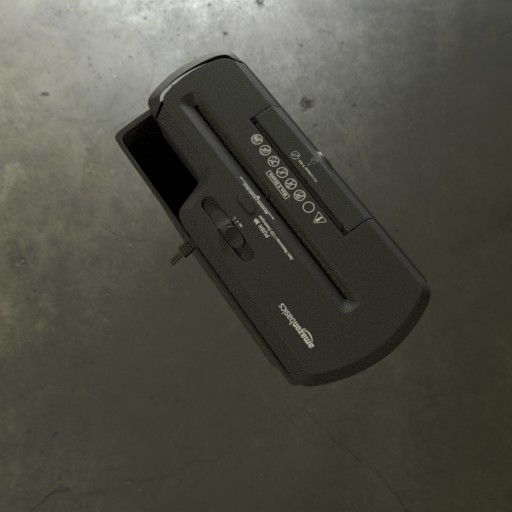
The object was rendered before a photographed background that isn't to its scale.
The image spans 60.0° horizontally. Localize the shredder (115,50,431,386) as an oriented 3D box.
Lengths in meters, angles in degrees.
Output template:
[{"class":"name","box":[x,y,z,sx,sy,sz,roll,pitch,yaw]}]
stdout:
[{"class":"shredder","box":[0.000,0.000,0.528,0.170,0.335,0.320,-35,78,-9]}]
